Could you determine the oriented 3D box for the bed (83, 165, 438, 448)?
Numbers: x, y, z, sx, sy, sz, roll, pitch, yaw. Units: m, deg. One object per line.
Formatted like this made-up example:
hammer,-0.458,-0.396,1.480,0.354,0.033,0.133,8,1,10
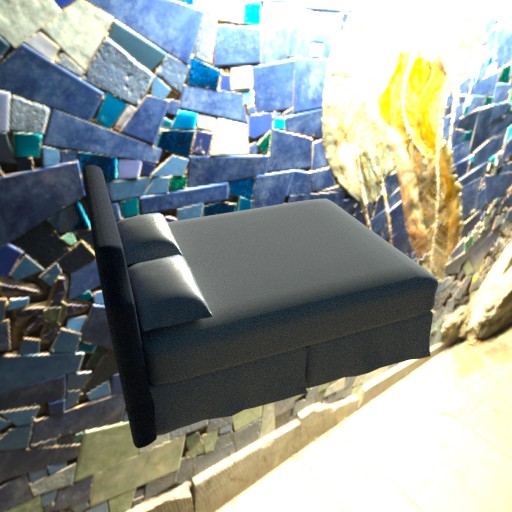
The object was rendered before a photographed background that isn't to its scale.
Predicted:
bed,0.000,0.000,3.423,2.260,1.297,1.831,-11,32,-18
